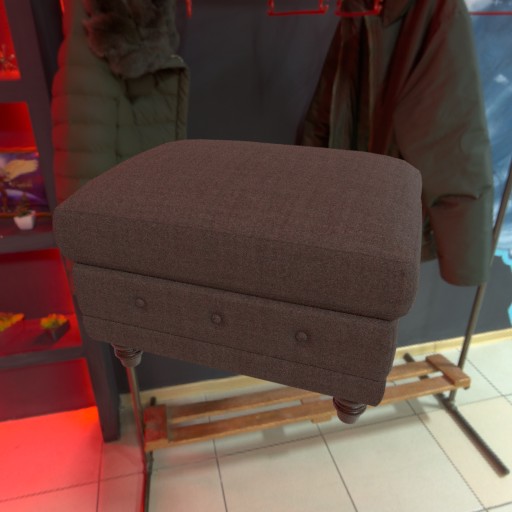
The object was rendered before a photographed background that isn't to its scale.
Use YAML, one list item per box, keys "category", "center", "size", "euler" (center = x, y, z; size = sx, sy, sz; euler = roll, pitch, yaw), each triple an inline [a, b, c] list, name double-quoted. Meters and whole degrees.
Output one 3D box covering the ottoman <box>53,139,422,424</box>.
- category: "ottoman"
  center: [0.000, 0.000, 1.212]
  size: [0.809, 0.555, 0.599]
  euler: [9, 29, 17]
